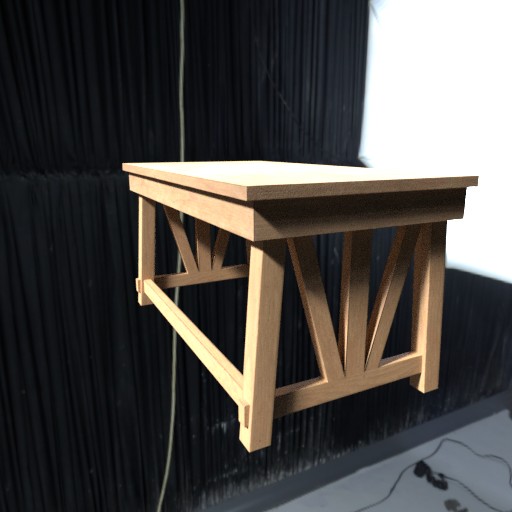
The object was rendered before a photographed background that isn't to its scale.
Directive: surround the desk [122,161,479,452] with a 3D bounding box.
[{"bbox_3d":[0.000,0.000,1.953,0.813,0.762,1.499,-7,16,-26],"label":"desk"}]
